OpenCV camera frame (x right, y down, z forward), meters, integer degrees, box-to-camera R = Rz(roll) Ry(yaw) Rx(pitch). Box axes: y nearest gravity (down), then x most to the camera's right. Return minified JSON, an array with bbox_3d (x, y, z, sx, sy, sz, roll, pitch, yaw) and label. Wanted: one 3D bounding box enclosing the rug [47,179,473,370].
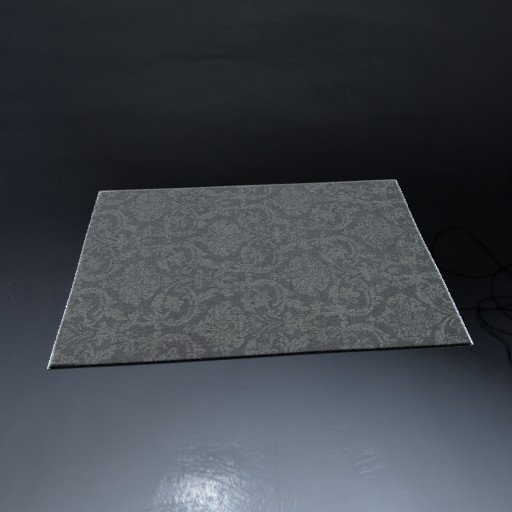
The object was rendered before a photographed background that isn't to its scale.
[{"bbox_3d":[0.000,0.000,3.473,2.746,0.018,1.819,-3,46,-3],"label":"rug"}]
